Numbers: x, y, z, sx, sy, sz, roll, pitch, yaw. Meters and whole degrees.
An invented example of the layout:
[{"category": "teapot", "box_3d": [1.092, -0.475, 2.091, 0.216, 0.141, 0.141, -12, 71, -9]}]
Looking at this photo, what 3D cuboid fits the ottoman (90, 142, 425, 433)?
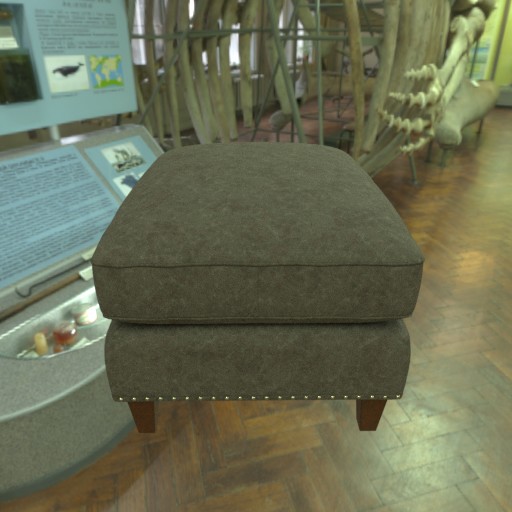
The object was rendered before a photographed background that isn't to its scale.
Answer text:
[{"category": "ottoman", "box_3d": [0.000, 0.000, 1.139, 0.584, 0.513, 0.741, 0, 27, -1]}]
